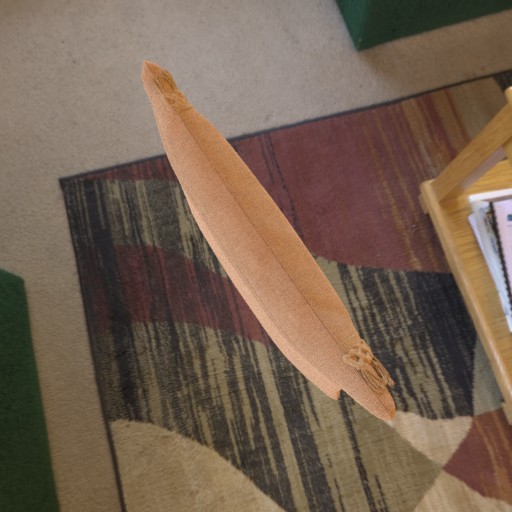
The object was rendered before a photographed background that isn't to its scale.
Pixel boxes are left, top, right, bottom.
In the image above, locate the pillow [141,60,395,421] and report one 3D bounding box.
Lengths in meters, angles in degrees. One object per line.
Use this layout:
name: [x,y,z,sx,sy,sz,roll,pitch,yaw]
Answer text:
pillow: [0.000,0.000,0.599,0.084,0.305,0.466,-33,78,-8]
